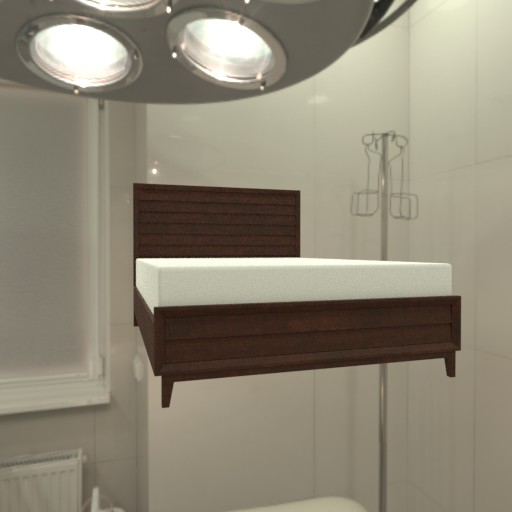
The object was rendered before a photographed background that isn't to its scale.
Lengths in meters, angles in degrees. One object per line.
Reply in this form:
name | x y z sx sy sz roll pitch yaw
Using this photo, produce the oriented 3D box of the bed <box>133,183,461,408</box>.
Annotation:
bed | 0.000 0.000 3.157 1.600 1.270 2.184 0 1 -18
